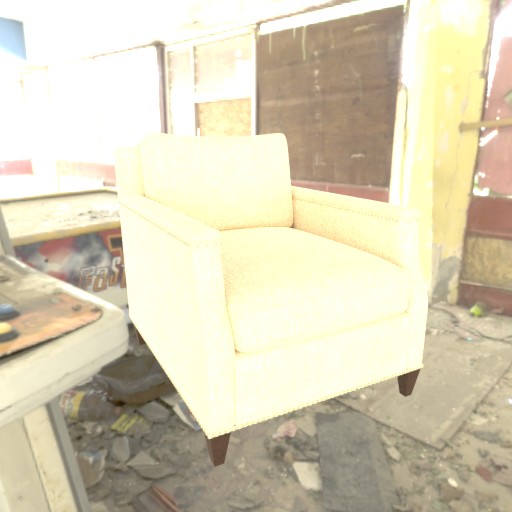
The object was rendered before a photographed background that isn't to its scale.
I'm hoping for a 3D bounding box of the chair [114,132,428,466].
[{"bbox_3d":[0.000,0.000,1.750,0.838,0.940,1.041,-8,17,-27],"label":"chair"}]
